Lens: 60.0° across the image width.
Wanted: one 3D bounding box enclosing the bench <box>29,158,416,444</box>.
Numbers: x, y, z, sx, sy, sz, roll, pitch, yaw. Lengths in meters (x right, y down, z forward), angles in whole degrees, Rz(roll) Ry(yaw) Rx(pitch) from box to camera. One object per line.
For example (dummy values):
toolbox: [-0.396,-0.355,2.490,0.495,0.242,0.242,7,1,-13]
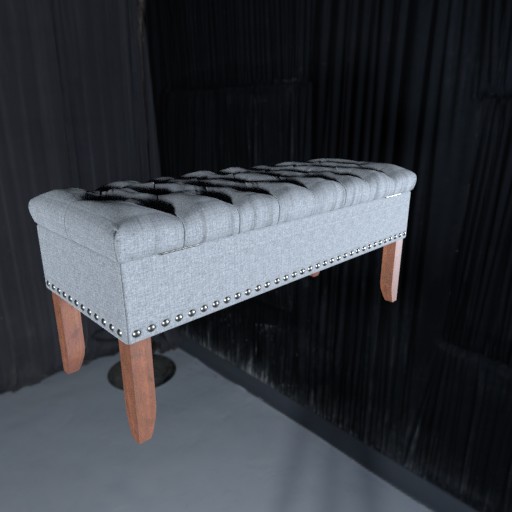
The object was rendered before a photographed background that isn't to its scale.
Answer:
bench: [0.000,0.000,1.273,1.052,0.470,0.417,-17,25,-42]
